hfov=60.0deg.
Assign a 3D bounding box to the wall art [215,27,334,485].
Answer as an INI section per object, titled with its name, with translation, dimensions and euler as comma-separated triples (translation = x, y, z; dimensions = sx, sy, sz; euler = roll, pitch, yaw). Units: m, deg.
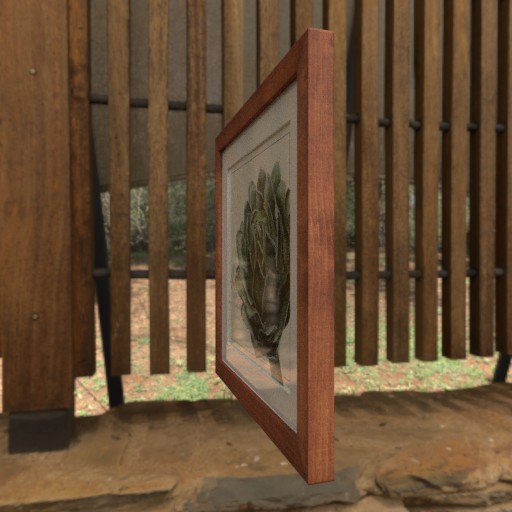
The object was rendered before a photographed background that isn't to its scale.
[wall art]
translation = 0.000, 0.000, 0.823
dimensions = 0.037, 0.572, 0.554
euler = 0, 0, -17
